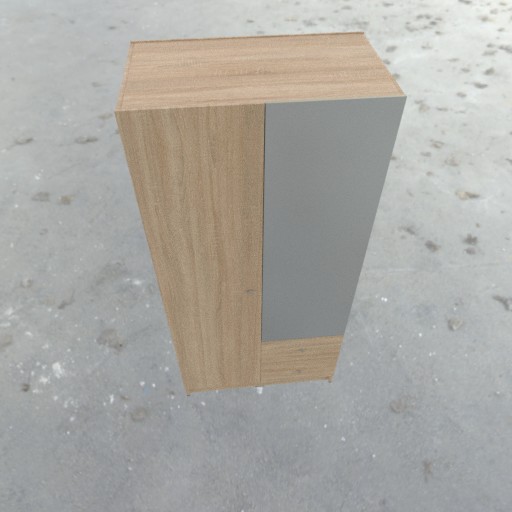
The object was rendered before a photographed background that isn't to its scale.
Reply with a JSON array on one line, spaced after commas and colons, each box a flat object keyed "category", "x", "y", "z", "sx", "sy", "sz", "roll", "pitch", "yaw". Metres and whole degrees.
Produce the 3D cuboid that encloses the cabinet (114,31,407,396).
[{"category": "cabinet", "x": 0.000, "y": 0.000, "z": 2.464, "sx": 1.001, "sy": 2.121, "sz": 0.590, "roll": -4, "pitch": 47, "yaw": -4}]
